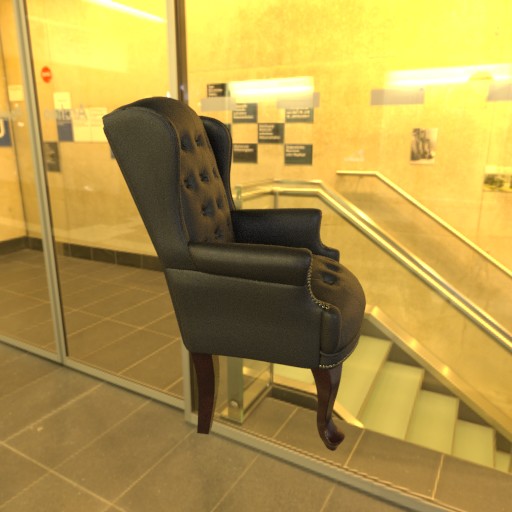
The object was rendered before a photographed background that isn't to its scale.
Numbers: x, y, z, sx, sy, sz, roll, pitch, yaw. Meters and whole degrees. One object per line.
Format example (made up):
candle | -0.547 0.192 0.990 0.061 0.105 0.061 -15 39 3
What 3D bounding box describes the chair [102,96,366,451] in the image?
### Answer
chair | 0.000 0.000 1.662 0.822 1.133 0.831 3 15 10
